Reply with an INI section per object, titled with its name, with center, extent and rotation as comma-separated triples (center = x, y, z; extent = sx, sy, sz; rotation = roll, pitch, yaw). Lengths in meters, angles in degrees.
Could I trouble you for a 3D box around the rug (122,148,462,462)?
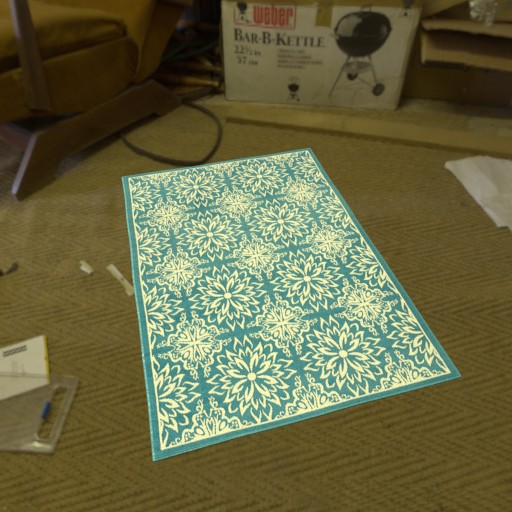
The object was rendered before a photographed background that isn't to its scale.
[rug]
center = 0.000, 0.000, 2.839
extent = 1.554, 0.012, 2.205
rotation = -11, 47, -11
